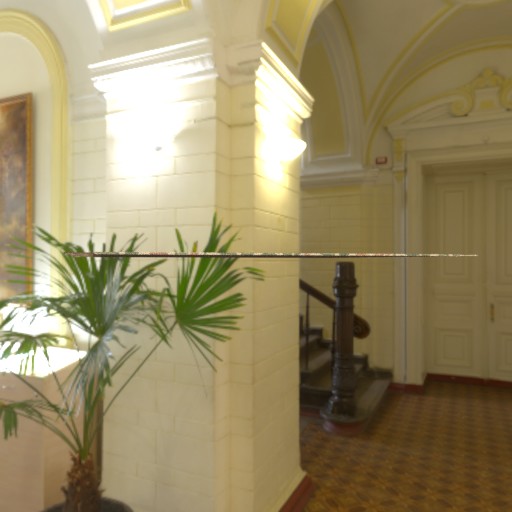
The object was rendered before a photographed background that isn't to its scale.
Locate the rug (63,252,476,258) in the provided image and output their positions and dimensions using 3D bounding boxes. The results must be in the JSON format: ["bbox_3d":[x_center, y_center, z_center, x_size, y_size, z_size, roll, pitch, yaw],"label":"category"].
[{"bbox_3d":[0.000,0.000,2.354,1.829,0.010,1.219,0,-1,-20],"label":"rug"}]
